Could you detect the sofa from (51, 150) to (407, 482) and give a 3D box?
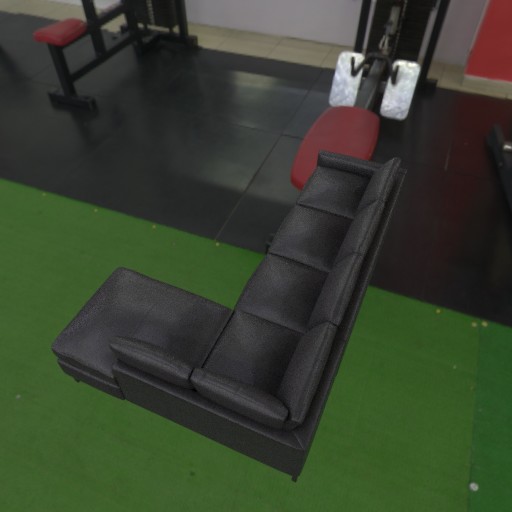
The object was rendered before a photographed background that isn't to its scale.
[{"bbox_3d":[0.000,0.000,3.863,1.938,0.877,2.984,18,50,16],"label":"sofa"}]
